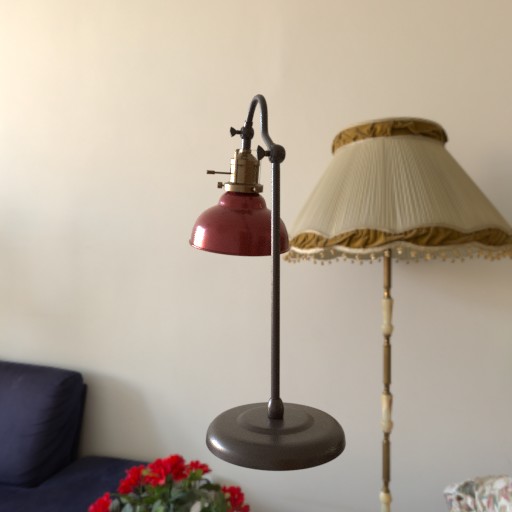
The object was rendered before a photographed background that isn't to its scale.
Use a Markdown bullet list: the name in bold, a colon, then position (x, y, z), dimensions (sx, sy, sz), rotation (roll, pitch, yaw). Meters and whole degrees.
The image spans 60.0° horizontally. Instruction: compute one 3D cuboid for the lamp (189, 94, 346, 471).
- **lamp**: position (0.000, 0.000, 0.705), dimensions (0.192, 0.508, 0.374), rotation (0, -1, -17)
